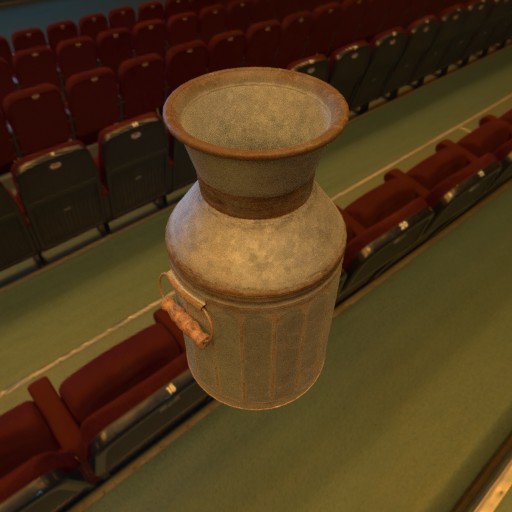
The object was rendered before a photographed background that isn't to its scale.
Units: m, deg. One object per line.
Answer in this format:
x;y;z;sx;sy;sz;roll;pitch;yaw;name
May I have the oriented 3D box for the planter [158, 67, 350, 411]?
0.000;0.000;0.547;0.245;0.396;0.214;-32;53;-28;planter
